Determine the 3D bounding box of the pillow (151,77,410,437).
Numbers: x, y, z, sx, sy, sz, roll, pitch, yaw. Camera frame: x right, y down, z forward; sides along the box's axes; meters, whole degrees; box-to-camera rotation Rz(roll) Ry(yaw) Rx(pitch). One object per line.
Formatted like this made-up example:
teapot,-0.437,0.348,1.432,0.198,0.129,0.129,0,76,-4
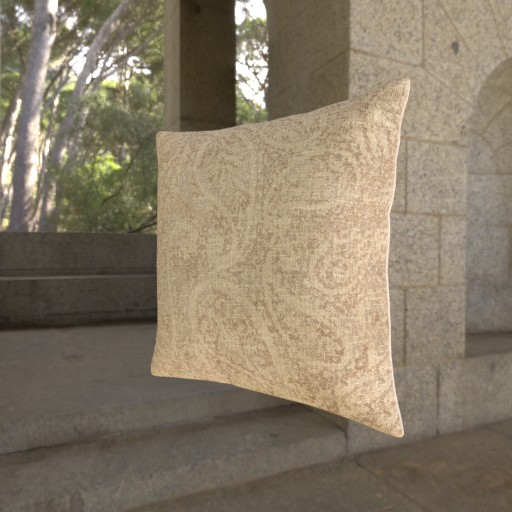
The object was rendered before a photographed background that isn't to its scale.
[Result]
pillow,0.000,0.000,0.776,0.523,0.510,0.166,1,1,35
